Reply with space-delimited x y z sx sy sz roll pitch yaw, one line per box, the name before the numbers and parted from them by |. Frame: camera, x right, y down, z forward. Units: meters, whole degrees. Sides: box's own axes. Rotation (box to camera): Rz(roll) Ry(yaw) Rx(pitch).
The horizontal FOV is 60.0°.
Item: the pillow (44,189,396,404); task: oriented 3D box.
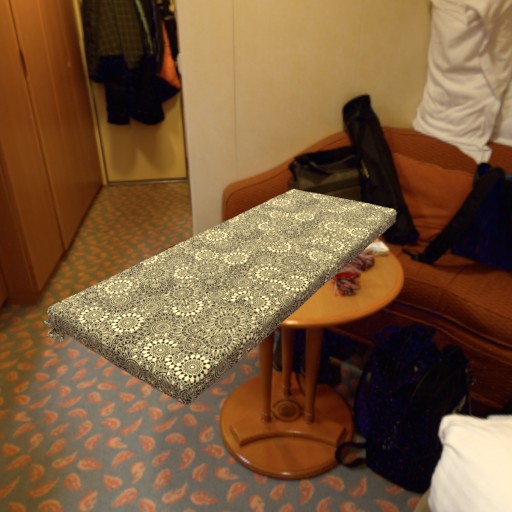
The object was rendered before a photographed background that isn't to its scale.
pillow | 0.000 0.000 1.367 0.492 0.081 1.187 17 31 31
